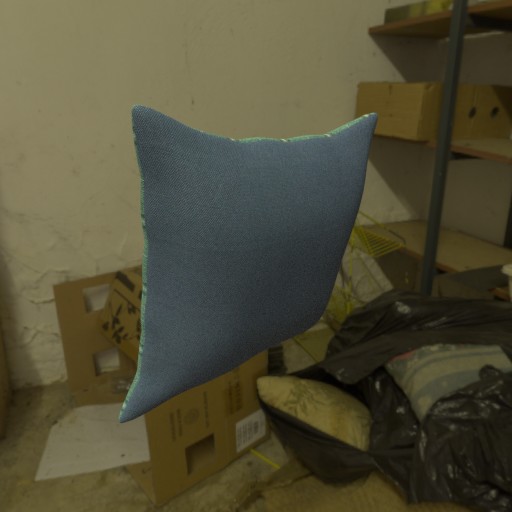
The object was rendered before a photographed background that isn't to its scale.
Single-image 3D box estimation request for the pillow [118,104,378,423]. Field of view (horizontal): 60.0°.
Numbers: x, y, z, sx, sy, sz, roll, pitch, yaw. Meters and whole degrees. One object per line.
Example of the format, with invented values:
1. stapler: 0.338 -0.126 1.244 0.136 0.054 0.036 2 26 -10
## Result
1. pillow: 0.000 0.000 0.686 0.453 0.430 0.200 -16 23 -42
